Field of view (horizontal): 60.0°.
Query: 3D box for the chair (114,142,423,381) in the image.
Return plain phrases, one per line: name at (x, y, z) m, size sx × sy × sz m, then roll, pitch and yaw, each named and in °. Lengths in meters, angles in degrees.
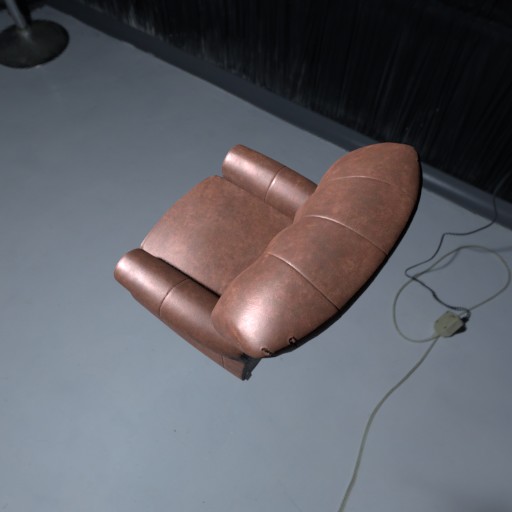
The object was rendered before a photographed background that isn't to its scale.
chair at (0.000, 0.000, 1.996) m, size 1.031 × 1.162 × 0.979 m, roll 33°, pitch 66°, yaw 17°
